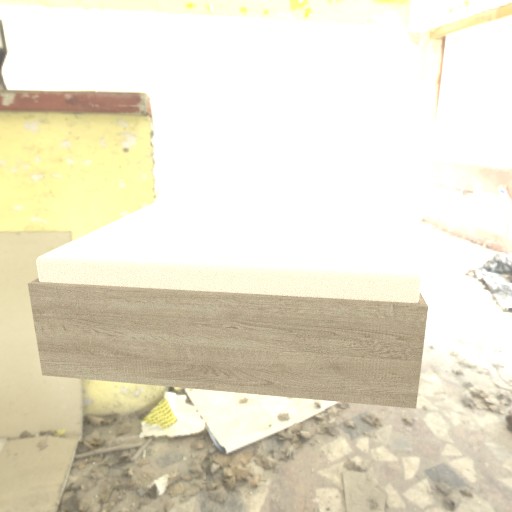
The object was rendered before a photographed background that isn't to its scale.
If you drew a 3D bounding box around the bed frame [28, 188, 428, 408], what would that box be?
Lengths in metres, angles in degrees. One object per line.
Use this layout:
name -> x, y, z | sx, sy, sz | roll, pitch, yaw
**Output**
bed frame -> 0.000, 0.000, 2.532 | 1.448, 0.490, 1.944 | 3, 17, 8
